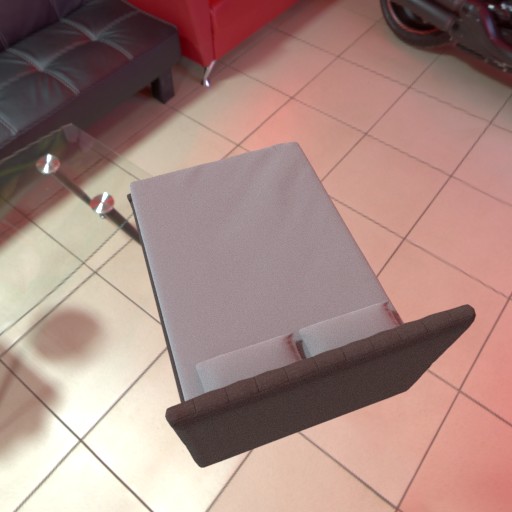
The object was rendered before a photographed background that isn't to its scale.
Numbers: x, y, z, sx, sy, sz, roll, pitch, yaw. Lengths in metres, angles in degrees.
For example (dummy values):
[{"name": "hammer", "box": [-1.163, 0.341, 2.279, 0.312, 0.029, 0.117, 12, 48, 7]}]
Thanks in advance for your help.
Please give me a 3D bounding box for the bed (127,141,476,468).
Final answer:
[{"name": "bed", "box": [0.000, 0.000, 3.375, 1.698, 1.427, 2.387, -16, 59, -10]}]
